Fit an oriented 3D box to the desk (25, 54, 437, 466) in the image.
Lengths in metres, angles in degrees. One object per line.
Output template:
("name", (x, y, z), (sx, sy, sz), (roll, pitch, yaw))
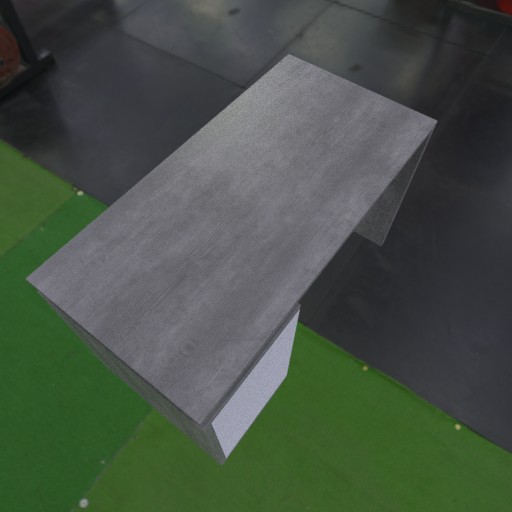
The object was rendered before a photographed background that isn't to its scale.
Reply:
("desk", (0.000, 0.000, 1.626), (0.600, 0.740, 1.200), (33, 64, 18))
